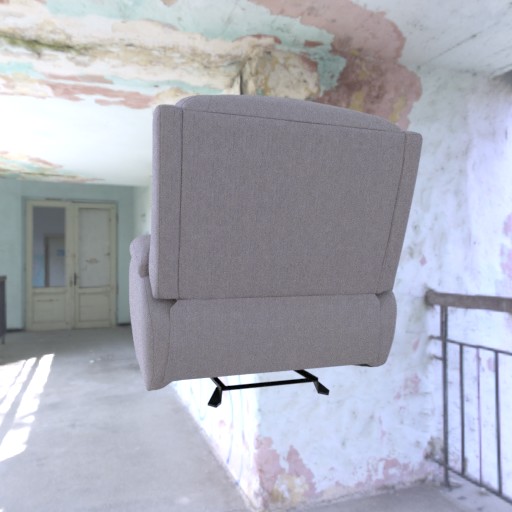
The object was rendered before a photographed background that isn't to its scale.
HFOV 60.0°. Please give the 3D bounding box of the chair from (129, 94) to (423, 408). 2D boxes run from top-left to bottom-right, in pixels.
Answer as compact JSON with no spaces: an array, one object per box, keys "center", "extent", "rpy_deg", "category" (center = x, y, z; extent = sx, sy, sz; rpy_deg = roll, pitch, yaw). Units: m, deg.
[{"center":[0.000,0.000,1.731],"extent":[0.930,1.011,0.899],"rpy_deg":[0,0,-19],"category":"chair"}]
